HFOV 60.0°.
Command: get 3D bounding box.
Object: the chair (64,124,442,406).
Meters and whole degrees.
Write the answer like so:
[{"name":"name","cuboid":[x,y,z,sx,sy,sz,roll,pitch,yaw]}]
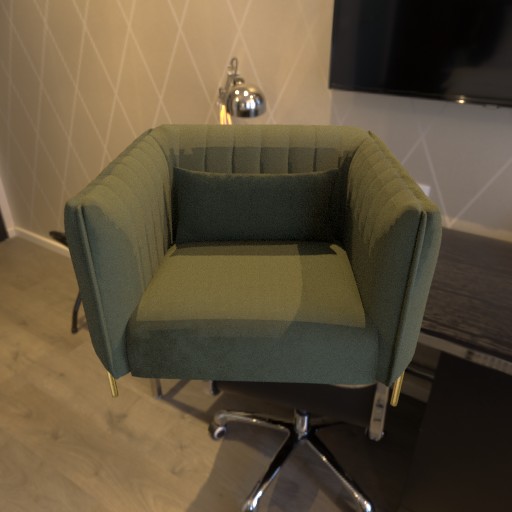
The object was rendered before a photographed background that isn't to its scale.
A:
[{"name":"chair","cuboid":[0.000,0.000,1.642,1.032,0.794,0.877,1,30,2]}]
